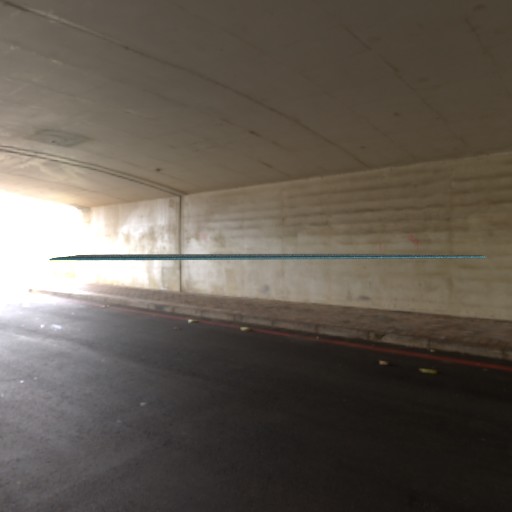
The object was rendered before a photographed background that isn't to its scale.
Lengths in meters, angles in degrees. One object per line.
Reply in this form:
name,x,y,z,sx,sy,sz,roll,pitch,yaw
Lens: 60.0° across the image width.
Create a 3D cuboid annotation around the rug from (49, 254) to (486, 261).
rug,0.000,0.000,2.329,1.833,0.012,1.211,0,1,-18
